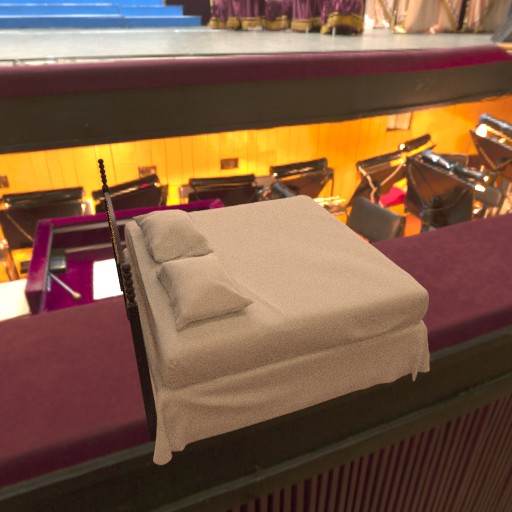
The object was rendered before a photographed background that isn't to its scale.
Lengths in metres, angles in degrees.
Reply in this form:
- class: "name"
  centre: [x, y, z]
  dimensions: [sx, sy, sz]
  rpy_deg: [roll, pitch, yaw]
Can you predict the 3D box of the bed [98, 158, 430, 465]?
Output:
- class: "bed"
  centre: [0.000, 0.000, 3.695]
  dimensions: [2.219, 1.355, 2.322]
  rpy_deg: [-11, 32, -18]
